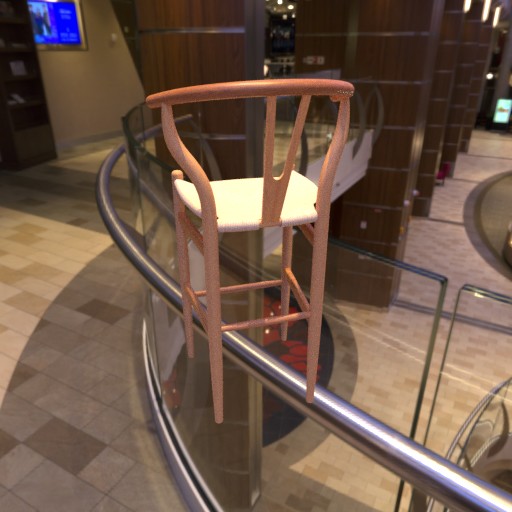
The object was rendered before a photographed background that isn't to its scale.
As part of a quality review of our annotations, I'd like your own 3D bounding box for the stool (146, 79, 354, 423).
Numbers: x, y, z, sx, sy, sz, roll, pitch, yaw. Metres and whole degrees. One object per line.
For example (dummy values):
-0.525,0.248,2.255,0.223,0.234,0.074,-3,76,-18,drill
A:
0.000,0.000,1.397,0.574,1.068,0.561,-7,26,-15,stool
